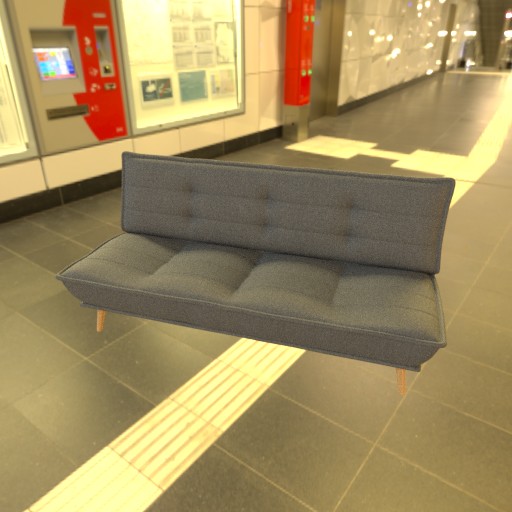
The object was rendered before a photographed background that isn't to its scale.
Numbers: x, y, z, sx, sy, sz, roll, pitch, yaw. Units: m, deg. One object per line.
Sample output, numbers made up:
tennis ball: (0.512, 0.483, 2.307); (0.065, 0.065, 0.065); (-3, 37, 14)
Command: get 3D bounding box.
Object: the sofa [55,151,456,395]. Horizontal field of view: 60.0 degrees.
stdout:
sofa: (0.000, 0.000, 2.447); (1.940, 0.890, 0.950); (8, 28, 15)
